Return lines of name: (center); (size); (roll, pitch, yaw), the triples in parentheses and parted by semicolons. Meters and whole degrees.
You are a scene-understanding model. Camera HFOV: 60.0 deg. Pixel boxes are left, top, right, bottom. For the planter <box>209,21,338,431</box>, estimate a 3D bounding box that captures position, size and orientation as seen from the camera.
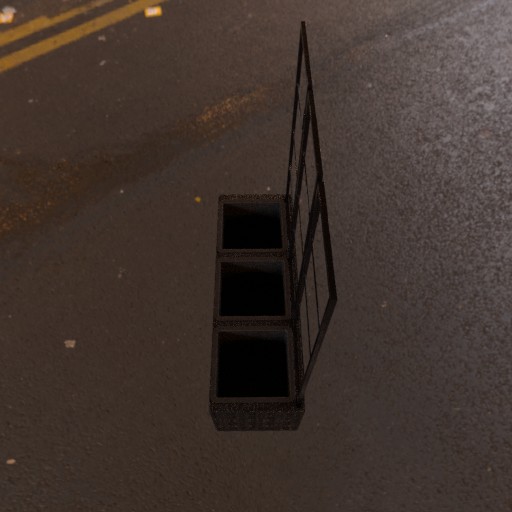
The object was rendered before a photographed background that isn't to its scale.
planter: (0.000, 0.000, 1.135); (0.244, 0.841, 0.698); (0, 58, 0)
